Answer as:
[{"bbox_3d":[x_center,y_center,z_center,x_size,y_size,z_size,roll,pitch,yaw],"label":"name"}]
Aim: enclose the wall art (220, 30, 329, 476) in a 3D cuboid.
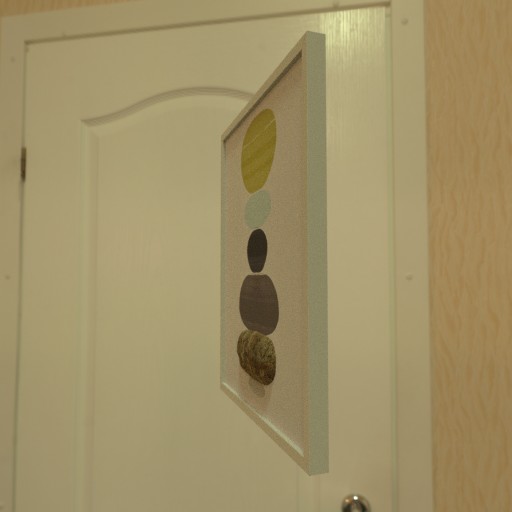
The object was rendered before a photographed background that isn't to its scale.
[{"bbox_3d":[0.000,0.000,1.051,0.055,0.763,0.611,1,-3,-19],"label":"wall art"}]
